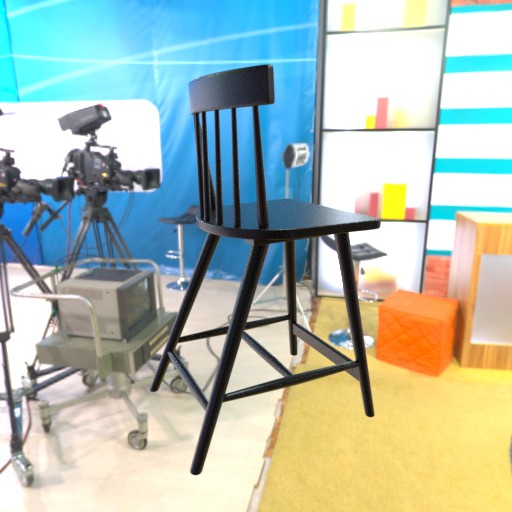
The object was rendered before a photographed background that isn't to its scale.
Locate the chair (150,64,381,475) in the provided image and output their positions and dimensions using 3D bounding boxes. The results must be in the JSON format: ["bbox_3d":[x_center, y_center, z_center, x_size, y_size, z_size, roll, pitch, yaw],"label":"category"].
[{"bbox_3d":[0.000,0.000,1.279,0.572,0.952,0.483,-7,16,-26],"label":"chair"}]
